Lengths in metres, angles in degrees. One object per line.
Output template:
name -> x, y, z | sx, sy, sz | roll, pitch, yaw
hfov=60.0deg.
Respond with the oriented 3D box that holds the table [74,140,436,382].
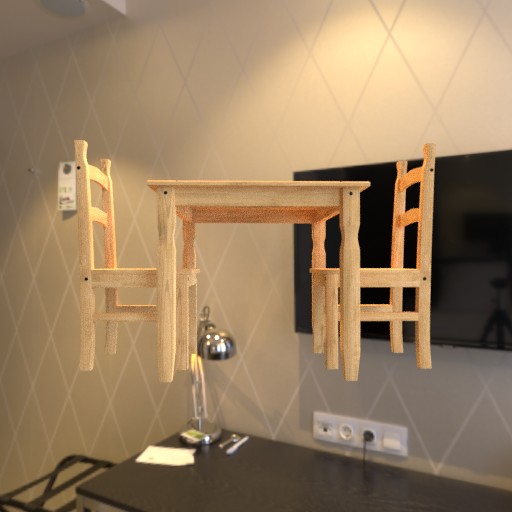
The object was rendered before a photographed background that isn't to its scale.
table -> 0.000, 0.000, 2.011 | 1.501, 0.942, 0.813 | 0, -1, -2
